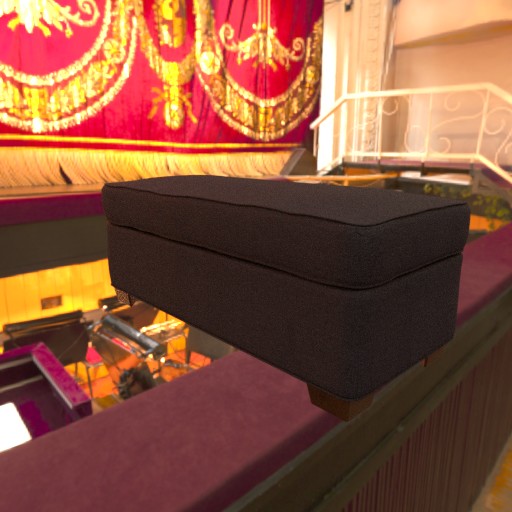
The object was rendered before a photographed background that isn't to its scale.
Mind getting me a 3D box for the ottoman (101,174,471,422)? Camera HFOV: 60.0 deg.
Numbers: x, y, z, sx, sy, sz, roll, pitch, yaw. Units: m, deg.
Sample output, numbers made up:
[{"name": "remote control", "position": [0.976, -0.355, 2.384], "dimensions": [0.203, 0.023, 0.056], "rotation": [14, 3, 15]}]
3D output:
[{"name": "ottoman", "position": [0.000, 0.000, 1.389], "dimensions": [0.515, 0.460, 1.110], "rotation": [-13, 19, -42]}]
